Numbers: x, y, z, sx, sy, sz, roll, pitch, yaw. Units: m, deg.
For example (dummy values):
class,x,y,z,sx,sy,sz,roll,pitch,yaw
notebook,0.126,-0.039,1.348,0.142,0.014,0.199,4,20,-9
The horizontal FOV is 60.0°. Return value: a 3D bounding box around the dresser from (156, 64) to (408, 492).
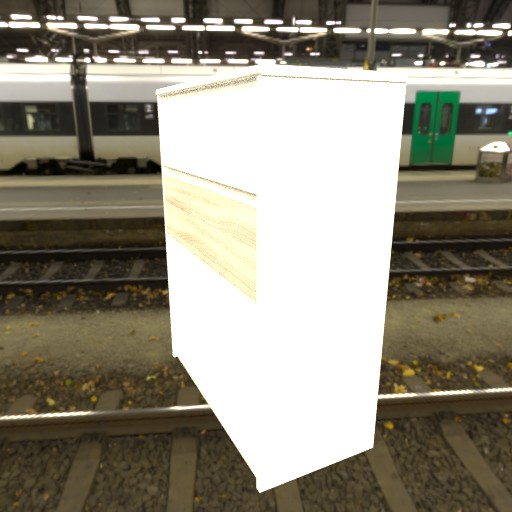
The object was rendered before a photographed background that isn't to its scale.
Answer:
class,x,y,z,sx,sy,sz,roll,pitch,yaw
dresser,0.000,0.000,1.428,0.380,1.040,0.800,-8,19,-25
